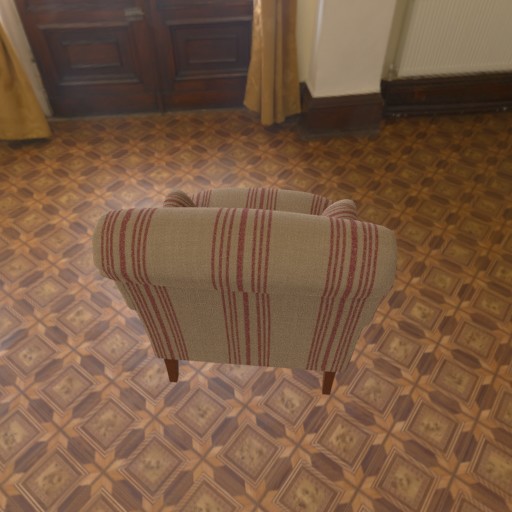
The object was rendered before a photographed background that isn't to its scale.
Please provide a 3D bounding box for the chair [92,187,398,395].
[{"bbox_3d":[0.000,0.000,1.920,0.933,1.123,1.058,4,46,3],"label":"chair"}]
